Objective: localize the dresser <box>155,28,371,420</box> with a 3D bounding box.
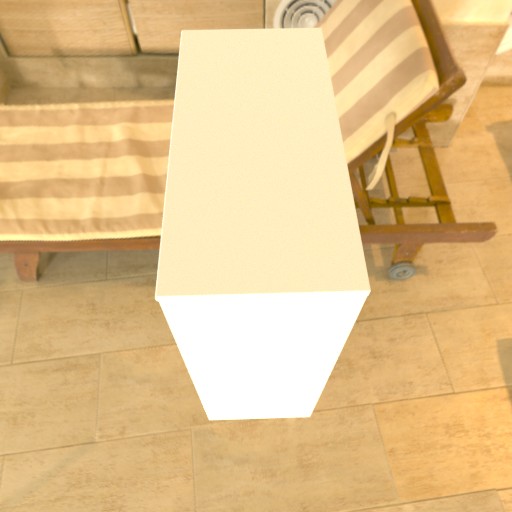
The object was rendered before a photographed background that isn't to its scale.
[{"bbox_3d":[0.000,0.000,1.429,0.380,1.040,0.800,-1,58,-1],"label":"dresser"}]
